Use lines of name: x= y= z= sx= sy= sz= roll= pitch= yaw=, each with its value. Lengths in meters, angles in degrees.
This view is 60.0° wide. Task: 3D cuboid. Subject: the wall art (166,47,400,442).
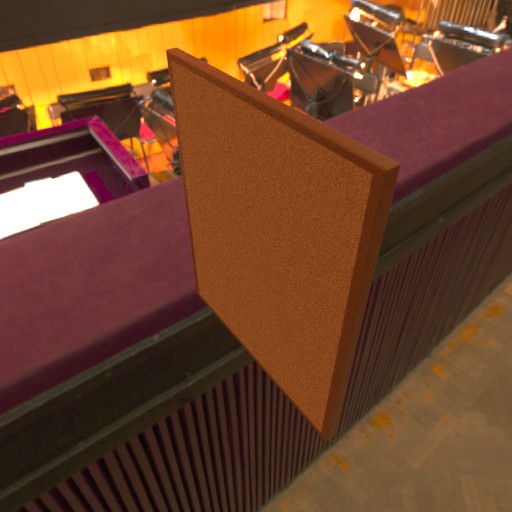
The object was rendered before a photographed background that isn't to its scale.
wall art: x=0.000 y=0.000 z=0.511 sx=0.015 sy=0.379 sz=0.310 roll=-26 pitch=48 yaw=-26
